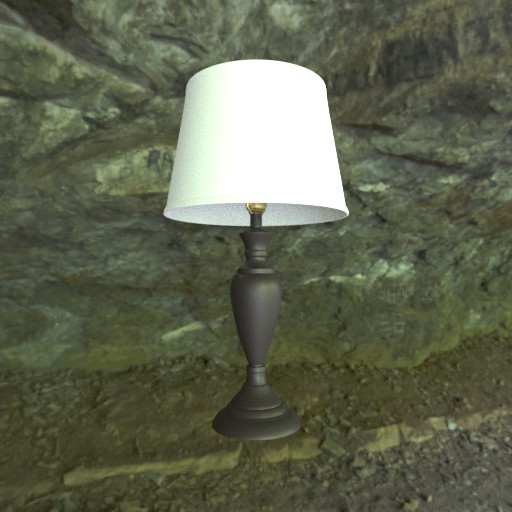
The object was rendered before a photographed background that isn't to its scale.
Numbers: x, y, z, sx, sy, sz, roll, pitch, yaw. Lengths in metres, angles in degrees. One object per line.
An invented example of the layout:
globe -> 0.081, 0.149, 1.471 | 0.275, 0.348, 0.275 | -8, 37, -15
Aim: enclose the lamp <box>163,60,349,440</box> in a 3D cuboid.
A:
lamp -> 0.000, 0.000, 0.815 | 0.335, 0.611, 0.335 | 0, -2, 0
